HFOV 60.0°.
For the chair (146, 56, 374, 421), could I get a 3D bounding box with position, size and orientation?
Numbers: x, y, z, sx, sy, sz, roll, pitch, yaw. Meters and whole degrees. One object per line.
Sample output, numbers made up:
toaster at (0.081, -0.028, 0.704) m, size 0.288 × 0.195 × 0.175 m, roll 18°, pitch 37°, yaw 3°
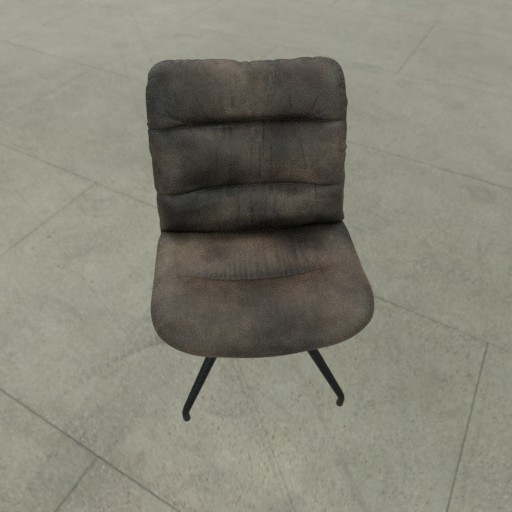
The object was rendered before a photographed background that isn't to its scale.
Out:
chair at (0.000, 0.000, 1.234) m, size 0.549 × 0.870 × 0.622 m, roll -4°, pitch 47°, yaw -4°
